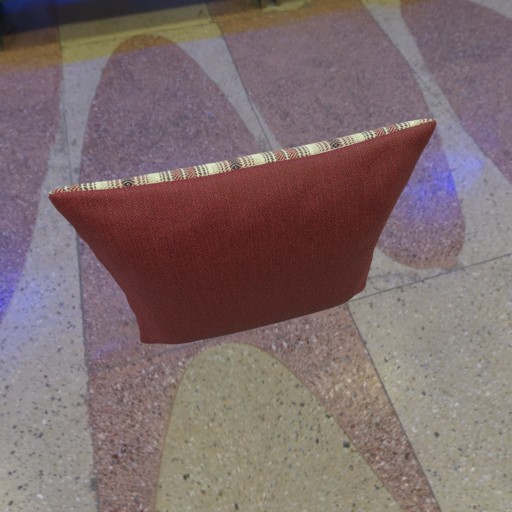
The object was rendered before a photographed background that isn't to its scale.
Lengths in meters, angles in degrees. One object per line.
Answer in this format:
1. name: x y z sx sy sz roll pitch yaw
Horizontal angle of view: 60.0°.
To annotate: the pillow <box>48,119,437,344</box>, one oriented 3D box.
1. pillow: 0.000 0.000 0.770 0.513 0.497 0.166 -13 59 -8
